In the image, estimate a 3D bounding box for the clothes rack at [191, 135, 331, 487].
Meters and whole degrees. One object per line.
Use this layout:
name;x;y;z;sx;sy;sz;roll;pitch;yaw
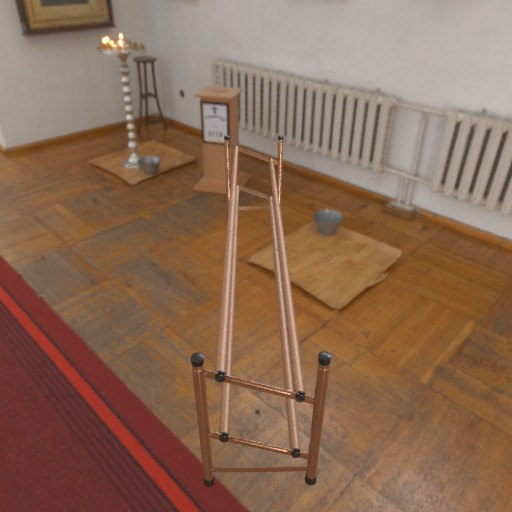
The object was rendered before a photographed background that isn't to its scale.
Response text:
clothes rack;0.000;0.000;1.285;0.229;0.349;1.168;0;32;-1
